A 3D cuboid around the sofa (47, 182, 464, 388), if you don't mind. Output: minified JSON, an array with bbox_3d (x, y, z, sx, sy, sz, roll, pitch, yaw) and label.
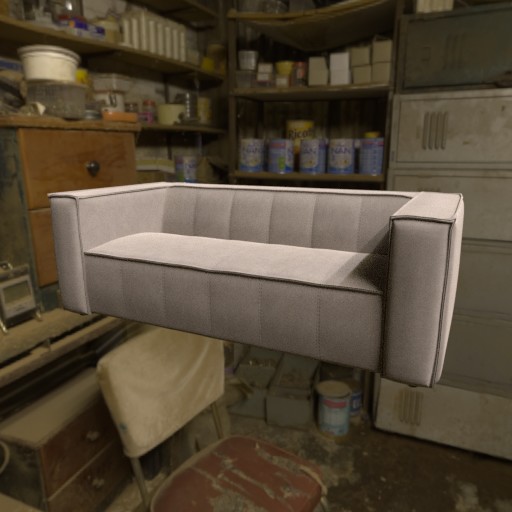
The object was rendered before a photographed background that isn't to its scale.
[{"bbox_3d":[0.000,0.000,2.397,1.995,0.680,1.038,6,15,25],"label":"sofa"}]
